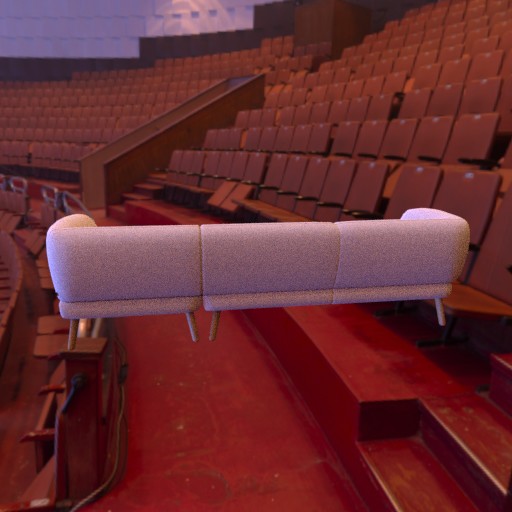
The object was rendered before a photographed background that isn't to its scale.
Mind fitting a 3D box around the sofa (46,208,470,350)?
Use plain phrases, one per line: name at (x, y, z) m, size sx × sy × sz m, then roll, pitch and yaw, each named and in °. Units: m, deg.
sofa at (0.000, 0.000, 3.363) m, size 2.660 × 0.730 × 1.610 m, roll -2°, pitch 13°, yaw -9°
